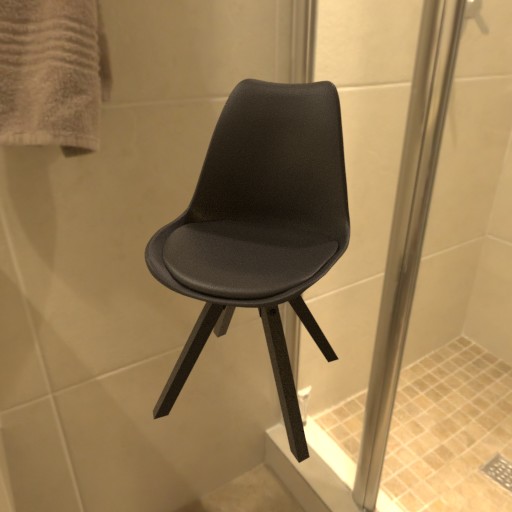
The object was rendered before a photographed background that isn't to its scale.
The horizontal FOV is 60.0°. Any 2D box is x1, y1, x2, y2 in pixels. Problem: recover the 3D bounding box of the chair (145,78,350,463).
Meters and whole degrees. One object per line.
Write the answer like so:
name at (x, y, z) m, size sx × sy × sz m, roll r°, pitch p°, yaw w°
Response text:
chair at (0.000, 0.000, 1.194) m, size 0.485 × 0.850 × 0.550 m, roll 9°, pitch 27°, yaw 18°
